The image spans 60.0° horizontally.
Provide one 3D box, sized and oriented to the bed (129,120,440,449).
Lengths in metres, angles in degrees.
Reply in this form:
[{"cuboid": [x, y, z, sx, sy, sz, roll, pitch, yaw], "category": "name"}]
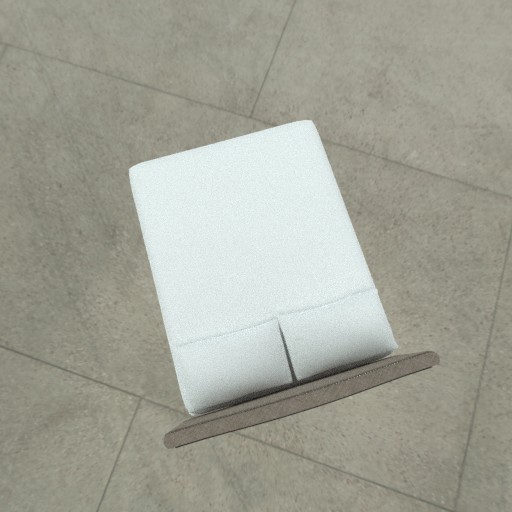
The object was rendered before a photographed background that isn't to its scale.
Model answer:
[{"cuboid": [0.000, 0.000, 3.302, 1.713, 1.518, 2.153, -16, 76, -4], "category": "bed"}]
